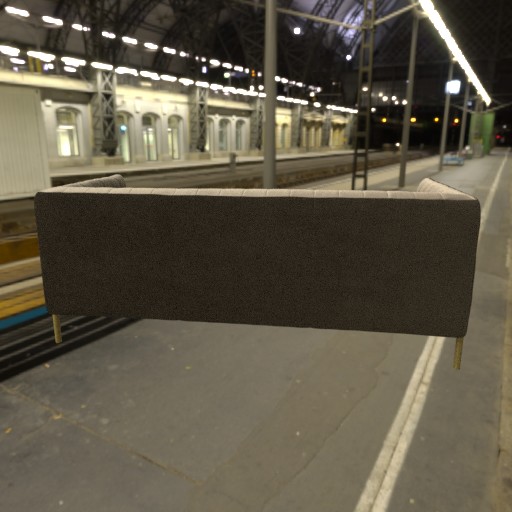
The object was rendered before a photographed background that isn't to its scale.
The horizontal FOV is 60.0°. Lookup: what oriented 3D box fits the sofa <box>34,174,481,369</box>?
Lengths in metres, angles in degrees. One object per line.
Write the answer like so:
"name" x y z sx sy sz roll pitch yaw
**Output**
"sofa" 0.000 0.000 2.346 1.980 0.780 0.876 2 15 8
